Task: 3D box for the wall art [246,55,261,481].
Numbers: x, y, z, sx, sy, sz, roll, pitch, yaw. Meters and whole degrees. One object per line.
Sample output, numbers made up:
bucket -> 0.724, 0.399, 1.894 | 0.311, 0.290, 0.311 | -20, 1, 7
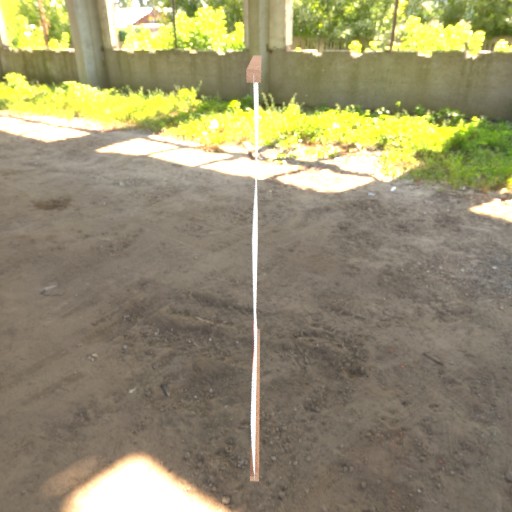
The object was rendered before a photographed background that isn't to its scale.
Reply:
wall art -> 0.000, 0.000, 0.630 | 0.012, 0.508, 0.332 | 0, 26, 1
